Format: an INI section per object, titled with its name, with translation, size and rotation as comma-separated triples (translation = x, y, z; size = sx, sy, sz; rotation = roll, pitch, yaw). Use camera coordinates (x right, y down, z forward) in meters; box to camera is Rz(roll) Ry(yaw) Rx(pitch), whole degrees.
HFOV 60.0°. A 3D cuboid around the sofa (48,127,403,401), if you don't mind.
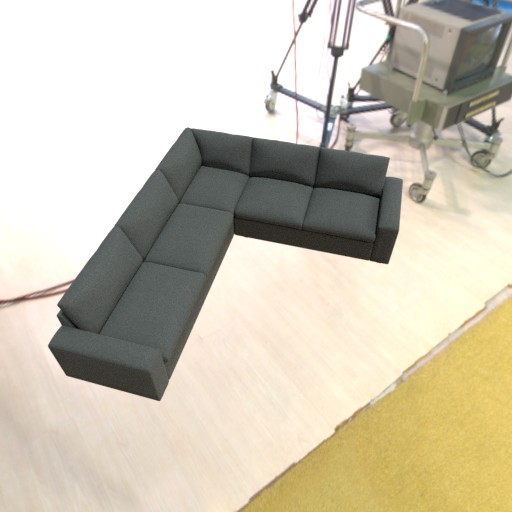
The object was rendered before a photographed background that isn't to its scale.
[sofa]
translation = 0.000, 0.000, 4.777
size = 2.895, 0.965, 3.277
rotation = 11, 48, 10
